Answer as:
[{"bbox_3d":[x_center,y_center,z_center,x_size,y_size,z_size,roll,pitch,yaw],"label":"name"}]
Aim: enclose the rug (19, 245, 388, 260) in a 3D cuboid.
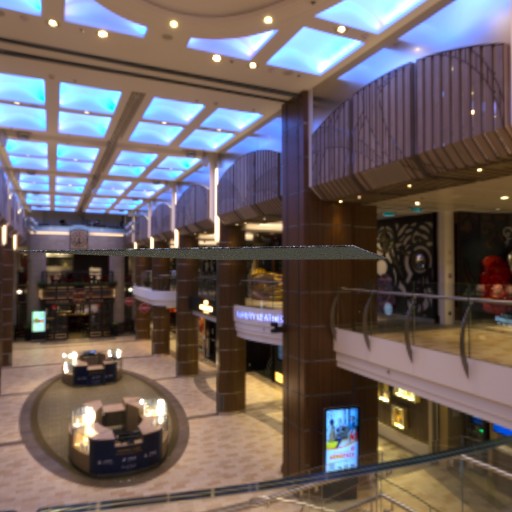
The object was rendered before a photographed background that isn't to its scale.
[{"bbox_3d":[0.000,0.000,2.297,1.219,0.005,1.828,-1,-2,19],"label":"rug"}]
